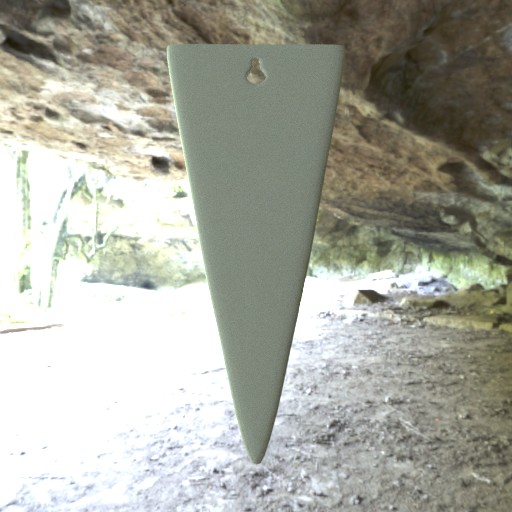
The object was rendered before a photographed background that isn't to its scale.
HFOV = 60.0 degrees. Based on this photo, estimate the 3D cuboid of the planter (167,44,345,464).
[{"bbox_3d":[0.000,0.000,0.386,0.143,0.338,0.065,0,1,0],"label":"planter"}]
